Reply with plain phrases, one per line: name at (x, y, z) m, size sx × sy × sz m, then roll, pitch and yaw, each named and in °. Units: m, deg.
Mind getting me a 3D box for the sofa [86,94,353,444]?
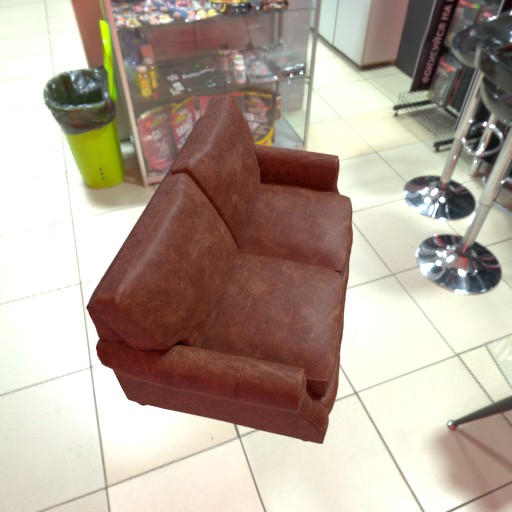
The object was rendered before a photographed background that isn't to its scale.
sofa at (0.000, 0.000, 2.250) m, size 0.990 × 0.967 × 1.616 m, roll 9°, pitch 47°, yaw 9°
